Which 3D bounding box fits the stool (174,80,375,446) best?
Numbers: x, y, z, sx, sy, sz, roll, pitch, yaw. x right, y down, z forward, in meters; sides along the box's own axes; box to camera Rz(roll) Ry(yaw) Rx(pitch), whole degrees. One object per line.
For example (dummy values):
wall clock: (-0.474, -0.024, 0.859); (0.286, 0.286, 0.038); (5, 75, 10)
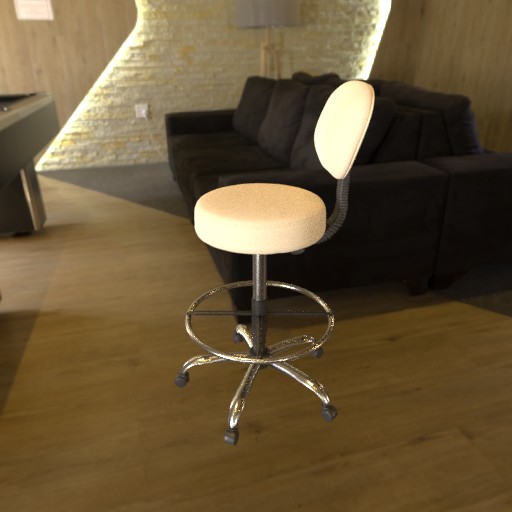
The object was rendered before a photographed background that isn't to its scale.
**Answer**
stool: (0.000, 0.000, 1.469); (0.616, 1.080, 0.609); (0, 24, 0)
